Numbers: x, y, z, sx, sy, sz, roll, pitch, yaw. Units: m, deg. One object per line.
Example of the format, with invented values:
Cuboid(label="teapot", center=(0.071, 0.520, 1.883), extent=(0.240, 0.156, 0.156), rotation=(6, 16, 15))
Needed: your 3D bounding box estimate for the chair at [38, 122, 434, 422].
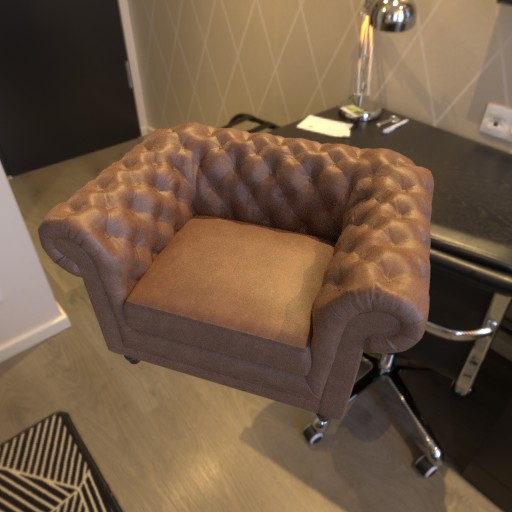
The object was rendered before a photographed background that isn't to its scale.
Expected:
Cuboid(label="chair", center=(0.000, 0.000, 1.862), extent=(1.298, 0.784, 0.954), rotation=(12, 41, 14))
